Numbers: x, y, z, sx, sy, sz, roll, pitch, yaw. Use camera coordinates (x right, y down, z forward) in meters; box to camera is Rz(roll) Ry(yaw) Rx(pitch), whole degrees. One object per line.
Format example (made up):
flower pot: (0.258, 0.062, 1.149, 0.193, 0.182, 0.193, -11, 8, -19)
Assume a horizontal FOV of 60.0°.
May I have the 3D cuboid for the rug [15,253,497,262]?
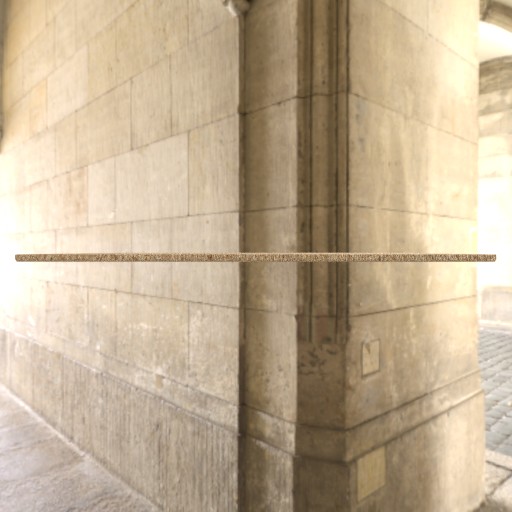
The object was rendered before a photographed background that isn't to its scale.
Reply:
rug: (0.000, 0.000, 2.055, 1.600, 0.025, 1.199, 0, 1, 0)
